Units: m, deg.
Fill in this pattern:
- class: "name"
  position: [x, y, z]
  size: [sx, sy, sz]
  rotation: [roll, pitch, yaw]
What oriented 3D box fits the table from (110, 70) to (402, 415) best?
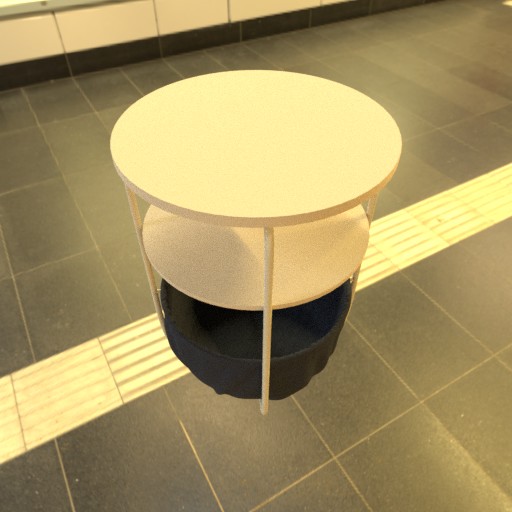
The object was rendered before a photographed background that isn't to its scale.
- class: "table"
  position: [0.000, 0.000, 0.838]
  size: [0.418, 0.532, 0.418]
  rotation: [31, 52, 27]
